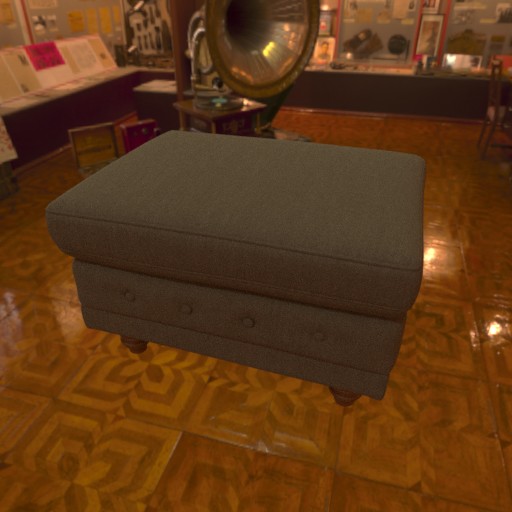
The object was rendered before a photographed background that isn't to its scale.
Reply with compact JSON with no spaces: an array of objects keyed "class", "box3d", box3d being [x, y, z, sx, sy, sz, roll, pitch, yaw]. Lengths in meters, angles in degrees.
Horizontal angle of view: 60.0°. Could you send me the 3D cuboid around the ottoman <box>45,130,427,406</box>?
[{"class":"ottoman","box3d":[0.000,0.000,1.148,0.771,0.500,0.569,10,34,15]}]
